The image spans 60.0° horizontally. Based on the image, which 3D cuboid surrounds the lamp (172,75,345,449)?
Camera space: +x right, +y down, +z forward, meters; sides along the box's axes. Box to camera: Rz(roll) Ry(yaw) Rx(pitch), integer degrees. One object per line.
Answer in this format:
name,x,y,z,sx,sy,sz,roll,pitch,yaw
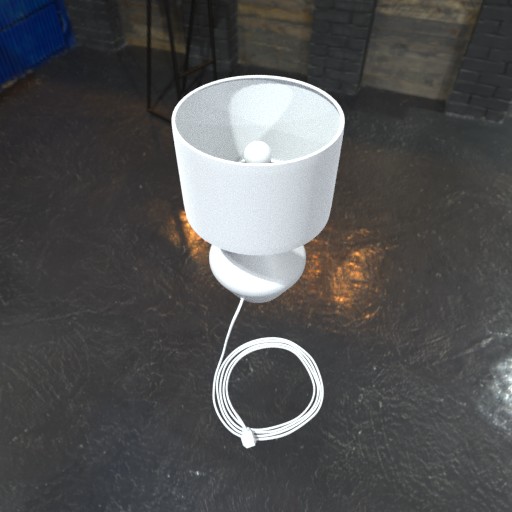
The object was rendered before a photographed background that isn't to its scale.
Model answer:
lamp,0.000,0.000,0.863,0.401,0.457,0.546,18,50,16
